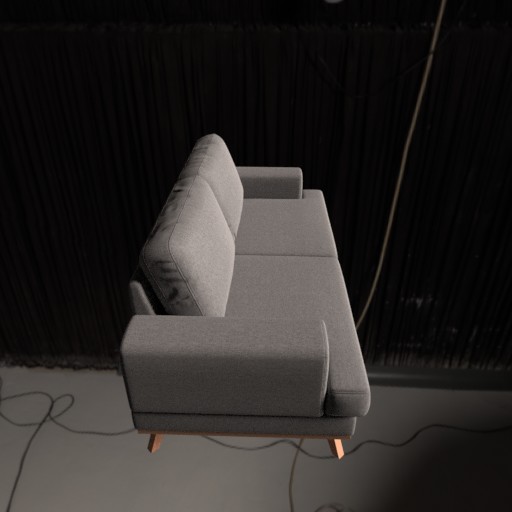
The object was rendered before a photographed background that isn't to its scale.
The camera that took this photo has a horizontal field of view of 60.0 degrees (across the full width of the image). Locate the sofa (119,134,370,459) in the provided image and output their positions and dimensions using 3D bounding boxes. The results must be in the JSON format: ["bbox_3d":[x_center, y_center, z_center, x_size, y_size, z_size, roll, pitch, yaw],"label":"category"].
[{"bbox_3d":[0.000,0.000,2.075,0.785,0.810,1.650,1,31,2],"label":"sofa"}]
